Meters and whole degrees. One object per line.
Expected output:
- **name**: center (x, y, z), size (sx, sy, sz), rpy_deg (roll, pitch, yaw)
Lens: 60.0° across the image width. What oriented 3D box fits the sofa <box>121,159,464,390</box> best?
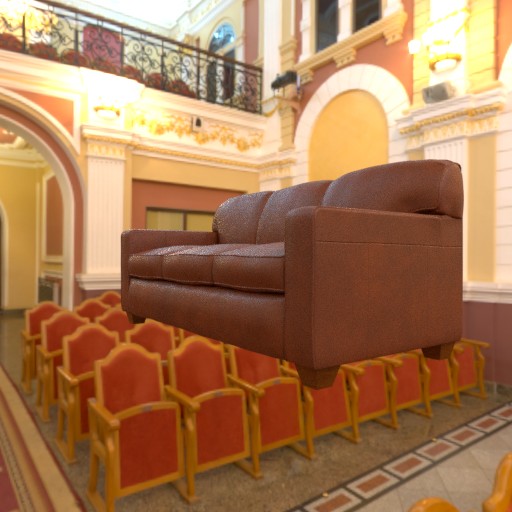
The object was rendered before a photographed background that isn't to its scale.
- **sofa**: center (0.000, 0.000, 2.603), size (1.008, 0.953, 2.039), rpy_deg (0, 0, -36)
